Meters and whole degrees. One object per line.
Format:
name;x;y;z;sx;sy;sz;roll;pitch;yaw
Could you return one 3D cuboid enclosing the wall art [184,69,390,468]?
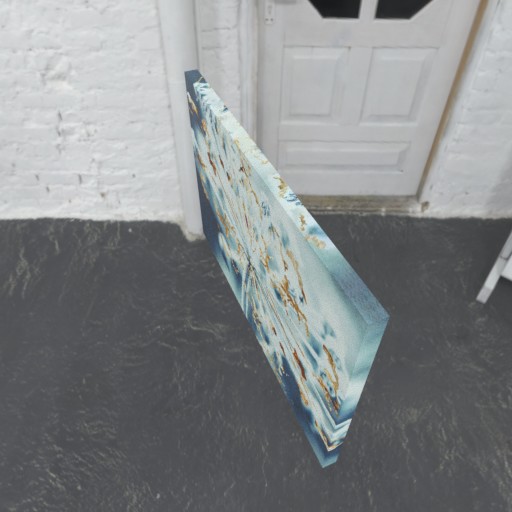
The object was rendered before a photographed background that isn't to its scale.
wall art;0.000;0.000;1.157;0.038;0.608;0.912;-17;49;-16
